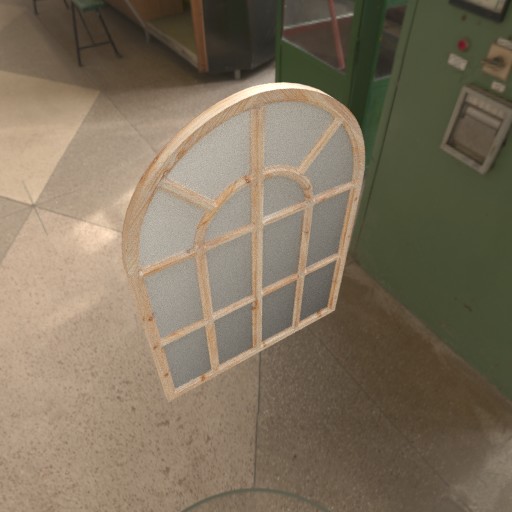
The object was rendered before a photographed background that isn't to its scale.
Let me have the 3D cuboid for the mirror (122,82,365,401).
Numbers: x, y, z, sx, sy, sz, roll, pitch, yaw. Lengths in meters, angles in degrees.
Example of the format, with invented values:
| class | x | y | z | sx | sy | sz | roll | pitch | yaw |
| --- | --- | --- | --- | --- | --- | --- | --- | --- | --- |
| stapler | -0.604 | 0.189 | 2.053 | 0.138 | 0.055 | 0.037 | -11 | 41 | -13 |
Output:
| class | x | y | z | sx | sy | sz | roll | pitch | yaw |
| --- | --- | --- | --- | --- | --- | --- | --- | --- | --- |
| mirror | 0.000 | 0.000 | 1.174 | 0.660 | 0.920 | 0.032 | -25 | 51 | -21 |
